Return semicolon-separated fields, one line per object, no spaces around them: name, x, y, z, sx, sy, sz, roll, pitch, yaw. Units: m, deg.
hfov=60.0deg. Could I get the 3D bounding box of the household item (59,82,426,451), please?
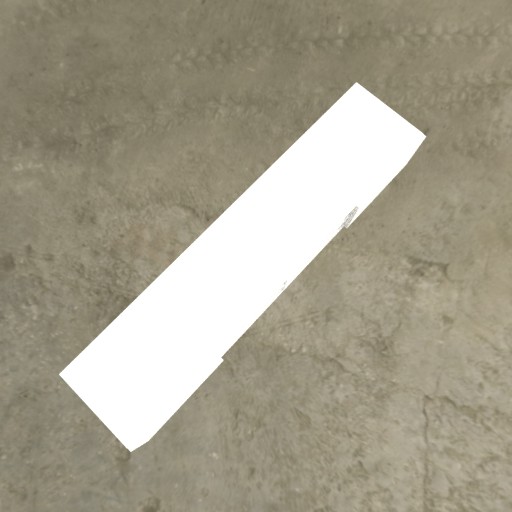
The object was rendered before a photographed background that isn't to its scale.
household item;0.000;0.000;2.056;0.420;0.310;1.850;42;79;10
